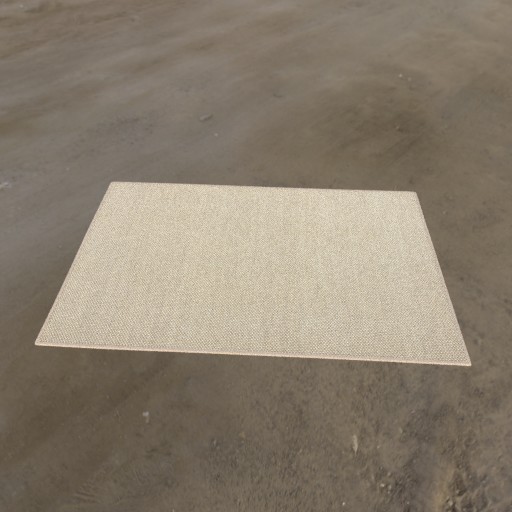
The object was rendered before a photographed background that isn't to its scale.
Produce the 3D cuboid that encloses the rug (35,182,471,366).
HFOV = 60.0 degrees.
[{"bbox_3d":[0.000,0.000,2.062,1.676,0.013,1.067,2,45,2],"label":"rug"}]
